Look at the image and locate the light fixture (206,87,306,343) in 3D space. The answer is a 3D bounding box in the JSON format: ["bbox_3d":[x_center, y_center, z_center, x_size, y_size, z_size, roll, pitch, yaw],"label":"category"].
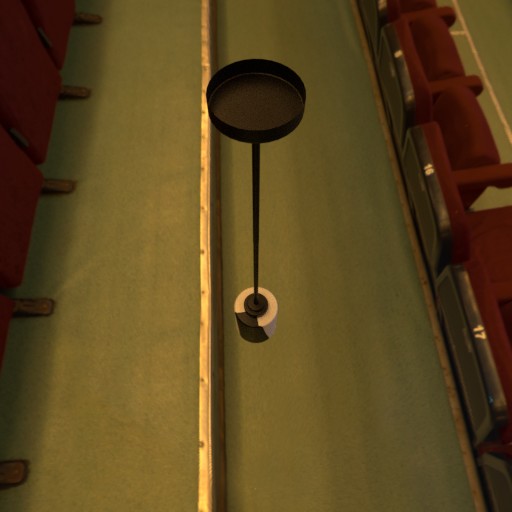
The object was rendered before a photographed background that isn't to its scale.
[{"bbox_3d":[0.000,0.000,0.926,0.123,0.863,0.123,-3,62,-2],"label":"light fixture"}]
